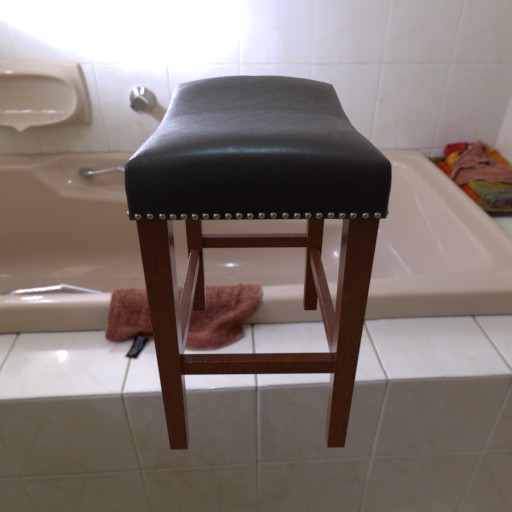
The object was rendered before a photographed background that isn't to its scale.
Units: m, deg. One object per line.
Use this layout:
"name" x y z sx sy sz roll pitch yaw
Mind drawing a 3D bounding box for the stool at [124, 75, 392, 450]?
"stool" 0.000 0.000 0.951 0.372 0.654 0.504 0 33 -1
